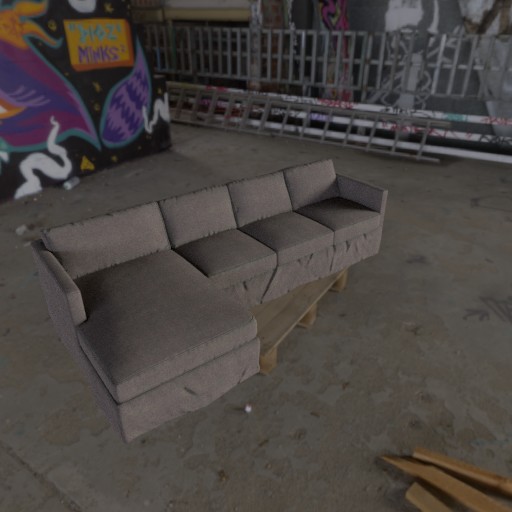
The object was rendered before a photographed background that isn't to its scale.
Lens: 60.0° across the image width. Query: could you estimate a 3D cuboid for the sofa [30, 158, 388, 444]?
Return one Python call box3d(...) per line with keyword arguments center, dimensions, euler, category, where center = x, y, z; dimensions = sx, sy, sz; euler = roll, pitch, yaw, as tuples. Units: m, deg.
box3d(center=(0.000, 0.000, 3.808), dimensions=(3.205, 0.922, 1.650), euler=(-20, 34, -32), category="sofa")
